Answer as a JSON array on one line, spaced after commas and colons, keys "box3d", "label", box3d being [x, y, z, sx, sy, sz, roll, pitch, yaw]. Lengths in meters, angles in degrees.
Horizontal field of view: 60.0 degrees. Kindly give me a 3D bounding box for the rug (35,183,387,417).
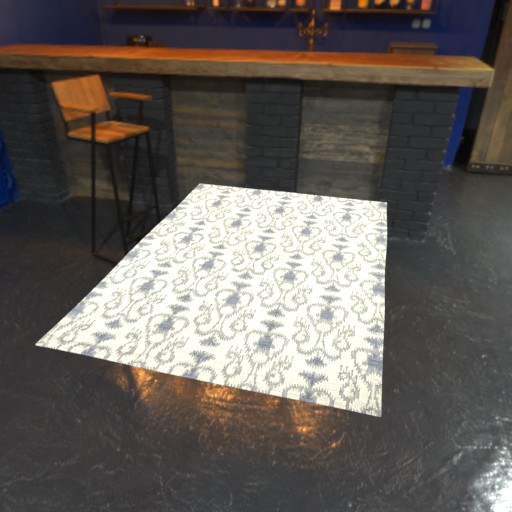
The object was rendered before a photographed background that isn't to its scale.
[{"box3d": [0.000, 0.000, 2.949, 1.676, 0.013, 2.261, 8, 31, 13], "label": "rug"}]
